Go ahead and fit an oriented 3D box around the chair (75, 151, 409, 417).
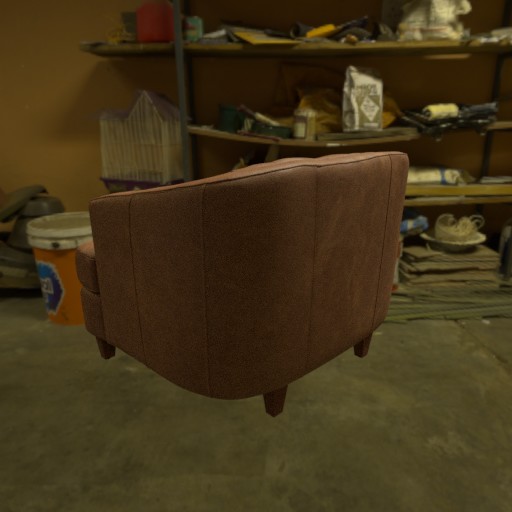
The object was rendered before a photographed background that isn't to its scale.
[{"bbox_3d":[0.000,0.000,1.777,0.911,0.836,1.119,17,24,42],"label":"chair"}]
